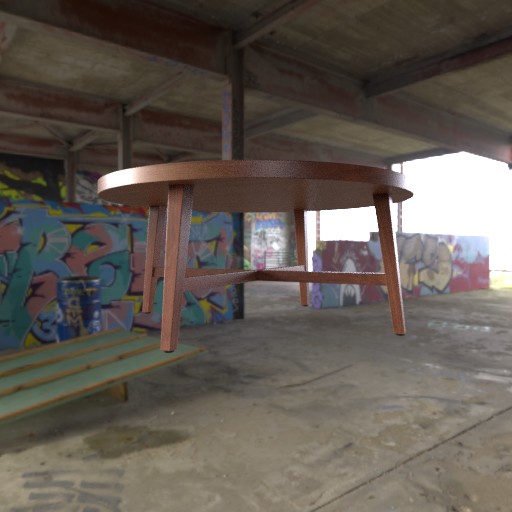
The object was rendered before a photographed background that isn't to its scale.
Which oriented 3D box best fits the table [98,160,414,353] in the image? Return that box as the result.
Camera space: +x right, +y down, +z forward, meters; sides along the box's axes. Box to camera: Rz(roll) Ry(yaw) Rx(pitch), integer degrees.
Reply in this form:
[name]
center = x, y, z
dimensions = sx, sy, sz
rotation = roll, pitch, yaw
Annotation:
[table]
center = 0.000, 0.000, 1.193
dimensions = 0.800, 0.360, 0.800
rotation = 0, 1, 0
